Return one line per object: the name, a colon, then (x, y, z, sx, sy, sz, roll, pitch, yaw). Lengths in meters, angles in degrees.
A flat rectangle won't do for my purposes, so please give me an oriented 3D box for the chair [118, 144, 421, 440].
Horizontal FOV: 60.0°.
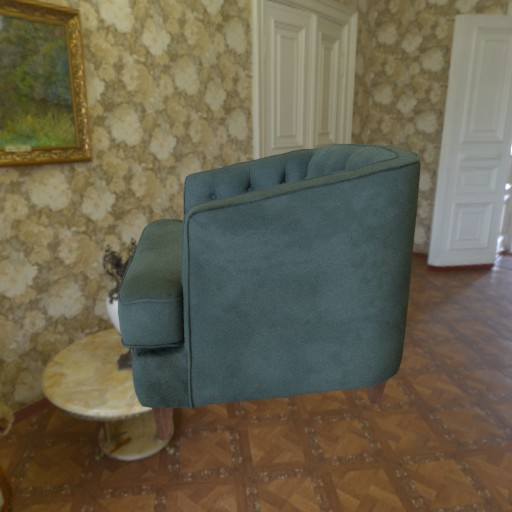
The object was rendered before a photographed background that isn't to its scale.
chair: (0.000, 0.000, 1.746, 0.941, 0.852, 1.104, -2, 16, -8)
